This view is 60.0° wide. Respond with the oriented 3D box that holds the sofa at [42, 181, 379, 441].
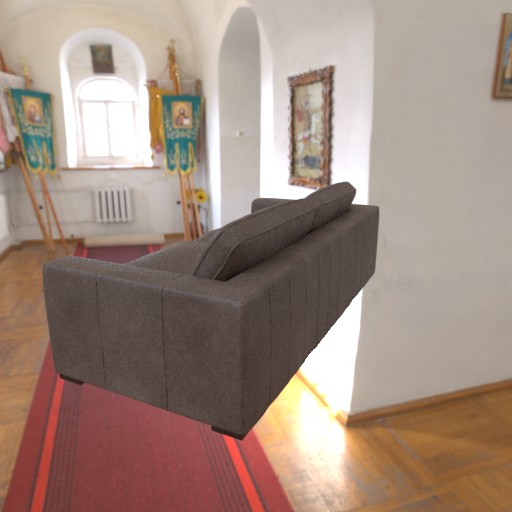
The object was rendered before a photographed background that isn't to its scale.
[{"bbox_3d":[0.000,0.000,2.757,1.070,0.801,2.262,8,18,26],"label":"sofa"}]
